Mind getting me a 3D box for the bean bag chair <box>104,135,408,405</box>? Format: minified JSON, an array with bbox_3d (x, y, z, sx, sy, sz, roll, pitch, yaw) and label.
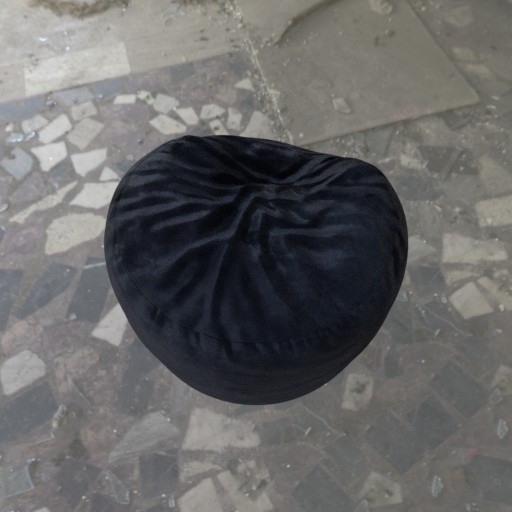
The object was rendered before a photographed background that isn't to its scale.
[{"bbox_3d":[0.000,0.000,1.488,0.918,0.616,0.918,0,63,0],"label":"bean bag chair"}]
